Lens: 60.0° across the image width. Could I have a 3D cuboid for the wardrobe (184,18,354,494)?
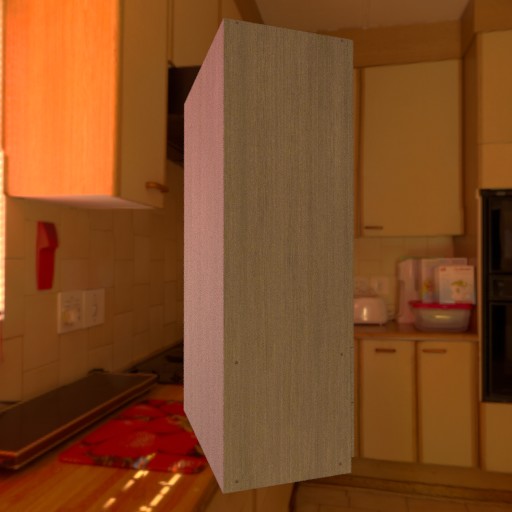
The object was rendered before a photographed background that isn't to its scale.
[{"bbox_3d":[0.000,0.000,2.241,0.577,1.808,0.991,0,0,-18],"label":"wardrobe"}]
